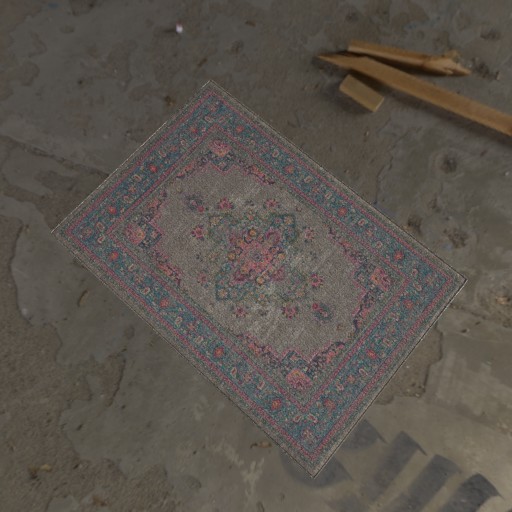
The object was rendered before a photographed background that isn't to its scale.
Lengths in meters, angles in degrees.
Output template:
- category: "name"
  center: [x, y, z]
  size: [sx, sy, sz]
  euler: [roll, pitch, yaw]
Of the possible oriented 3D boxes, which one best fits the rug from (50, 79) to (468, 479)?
- category: "rug"
  center: [0.000, 0.000, 3.696]
  size: [2.890, 0.013, 2.005]
  euler: [40, 79, 10]
